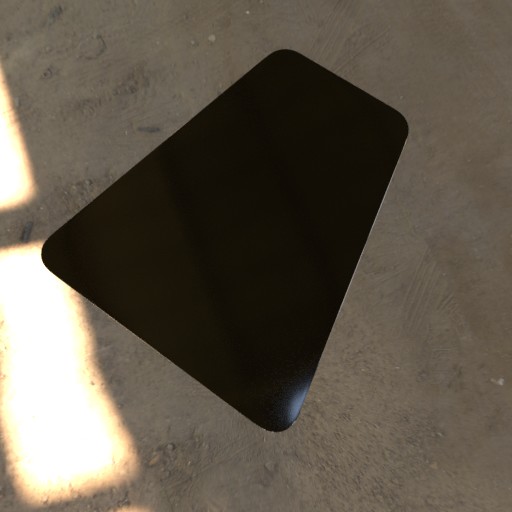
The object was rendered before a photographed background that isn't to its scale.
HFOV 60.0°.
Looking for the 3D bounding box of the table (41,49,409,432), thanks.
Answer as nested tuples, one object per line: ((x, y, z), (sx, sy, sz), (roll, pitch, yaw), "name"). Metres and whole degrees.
((0.000, 0.000, 0.948), (0.427, 0.624, 0.500), (34, 78, 8), "table")
